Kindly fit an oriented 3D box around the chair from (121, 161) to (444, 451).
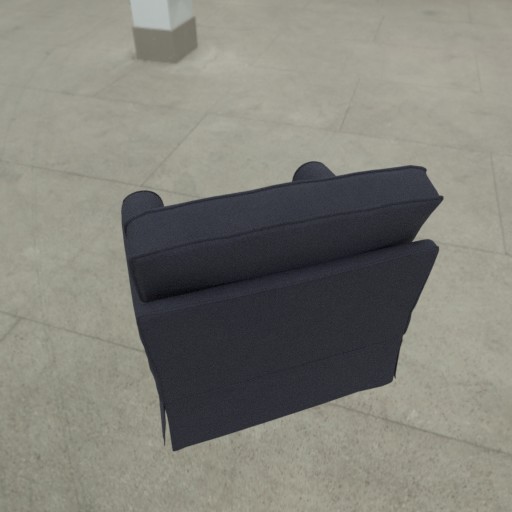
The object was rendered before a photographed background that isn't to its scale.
[{"bbox_3d":[0.000,0.000,1.979,1.119,1.140,1.002,-12,44,-13],"label":"chair"}]
